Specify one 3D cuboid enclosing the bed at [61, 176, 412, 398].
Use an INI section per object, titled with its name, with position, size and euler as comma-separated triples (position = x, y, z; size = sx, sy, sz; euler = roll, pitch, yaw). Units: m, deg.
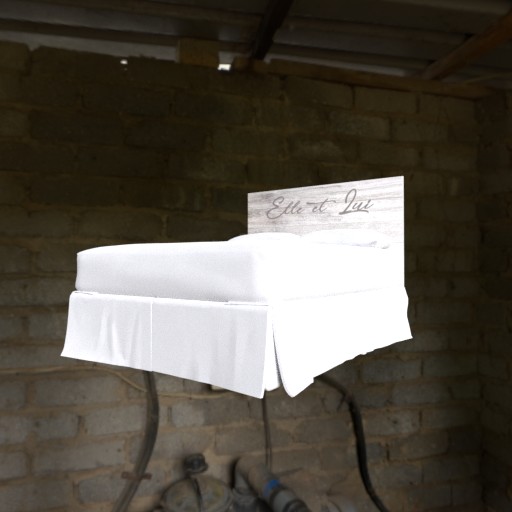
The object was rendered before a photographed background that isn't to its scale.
[bed]
position = 0.000, 0.000, 3.275
size = 1.745, 1.335, 2.094
euler = -1, -1, 36
